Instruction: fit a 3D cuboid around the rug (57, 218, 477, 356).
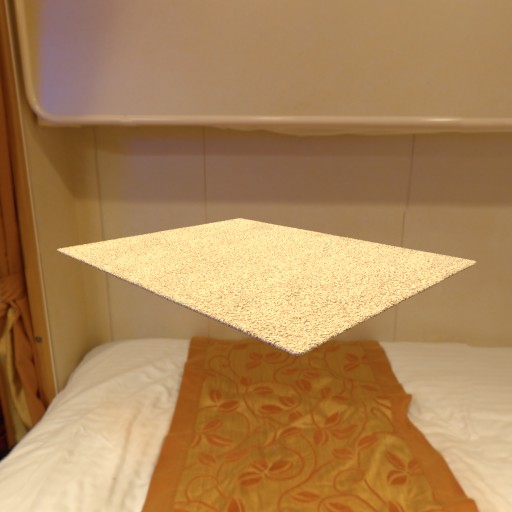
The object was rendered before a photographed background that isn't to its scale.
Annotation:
[{"bbox_3d":[0.000,0.000,4.083,2.438,0.029,3.047,-14,21,-43],"label":"rug"}]
